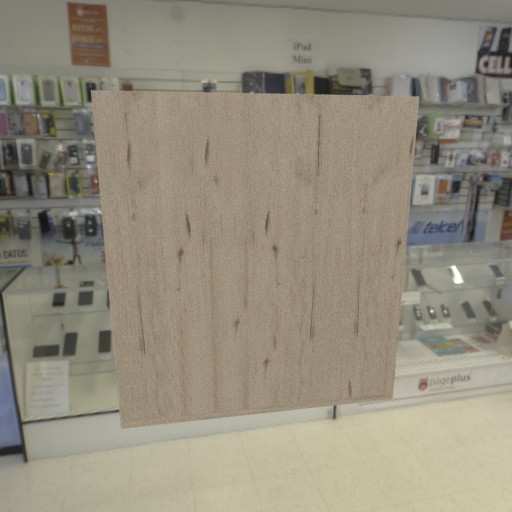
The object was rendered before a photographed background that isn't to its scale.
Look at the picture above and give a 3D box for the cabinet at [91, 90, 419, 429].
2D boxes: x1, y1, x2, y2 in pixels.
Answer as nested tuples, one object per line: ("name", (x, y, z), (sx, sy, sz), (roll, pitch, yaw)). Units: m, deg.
("cabinet", (0.000, 0.000, 3.245), (2.000, 2.180, 0.660), (-3, 15, -10))
